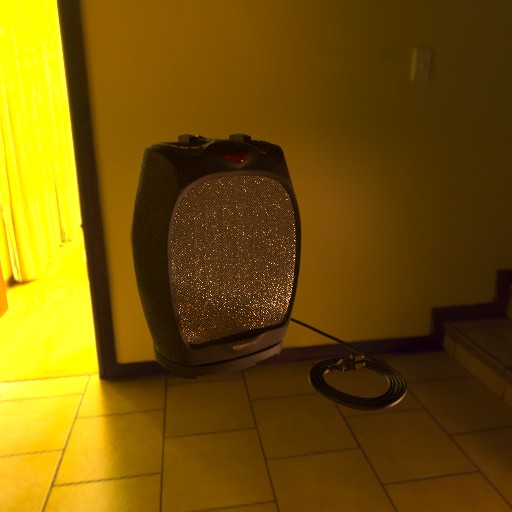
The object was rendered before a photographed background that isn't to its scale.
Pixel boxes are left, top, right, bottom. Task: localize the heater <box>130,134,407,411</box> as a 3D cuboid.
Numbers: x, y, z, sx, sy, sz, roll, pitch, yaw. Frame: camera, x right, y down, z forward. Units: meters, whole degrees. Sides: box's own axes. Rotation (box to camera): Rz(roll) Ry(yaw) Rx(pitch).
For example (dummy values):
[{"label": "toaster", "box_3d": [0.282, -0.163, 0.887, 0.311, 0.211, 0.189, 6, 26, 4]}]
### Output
[{"label": "heater", "box_3d": [0.000, 0.000, 0.483, 0.239, 0.255, 0.291, -9, 19, -28]}]
